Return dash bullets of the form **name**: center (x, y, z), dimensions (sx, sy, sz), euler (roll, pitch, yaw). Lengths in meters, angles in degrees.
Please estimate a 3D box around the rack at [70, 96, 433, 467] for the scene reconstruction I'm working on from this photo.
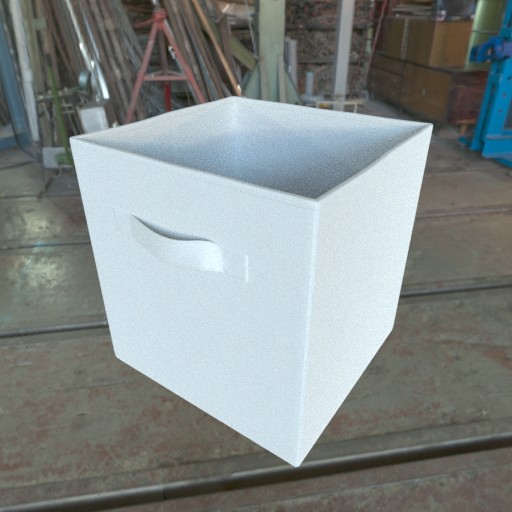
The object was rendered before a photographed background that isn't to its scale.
- **rack**: center (0.000, 0.000, 0.503), dimensions (0.270, 0.280, 0.270), euler (20, 36, 30)
